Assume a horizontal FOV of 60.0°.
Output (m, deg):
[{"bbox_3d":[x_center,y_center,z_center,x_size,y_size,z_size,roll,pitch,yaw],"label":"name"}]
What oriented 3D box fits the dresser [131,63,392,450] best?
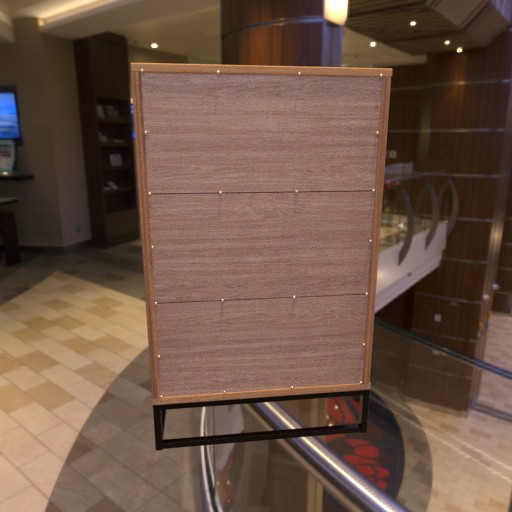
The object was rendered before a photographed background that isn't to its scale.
[{"bbox_3d":[0.000,0.000,1.645,0.761,1.240,0.479,-2,14,-7],"label":"dresser"}]
